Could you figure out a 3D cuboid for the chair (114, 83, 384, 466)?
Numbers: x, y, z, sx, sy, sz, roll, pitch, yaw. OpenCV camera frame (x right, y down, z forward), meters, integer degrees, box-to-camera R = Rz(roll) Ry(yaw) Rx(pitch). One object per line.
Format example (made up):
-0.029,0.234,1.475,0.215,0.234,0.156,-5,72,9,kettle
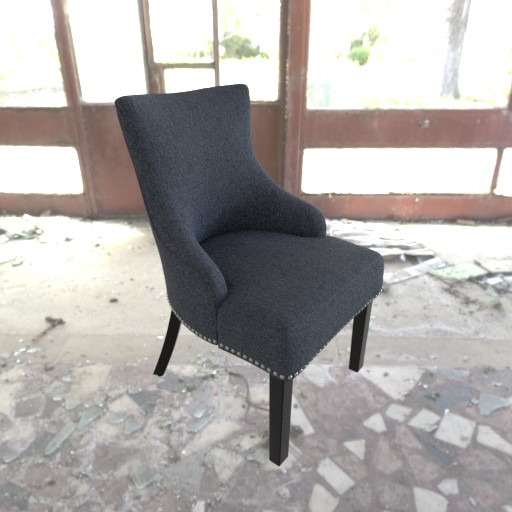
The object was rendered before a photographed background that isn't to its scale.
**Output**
0.000,0.000,1.319,0.629,0.909,0.566,18,31,33,chair
